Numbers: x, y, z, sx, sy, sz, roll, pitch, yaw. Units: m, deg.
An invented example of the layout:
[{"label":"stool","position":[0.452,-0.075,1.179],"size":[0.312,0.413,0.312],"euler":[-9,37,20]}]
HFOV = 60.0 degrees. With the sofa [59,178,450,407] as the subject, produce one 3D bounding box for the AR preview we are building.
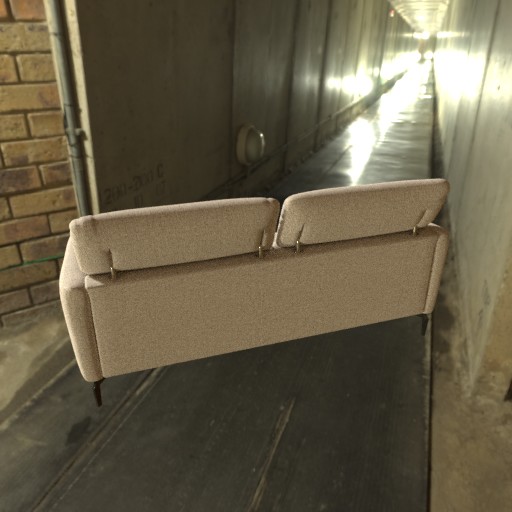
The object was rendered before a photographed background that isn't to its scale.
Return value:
[{"label":"sofa","position":[0.000,0.000,2.501],"size":[2.015,0.956,0.856],"euler":[-8,28,-16]}]
